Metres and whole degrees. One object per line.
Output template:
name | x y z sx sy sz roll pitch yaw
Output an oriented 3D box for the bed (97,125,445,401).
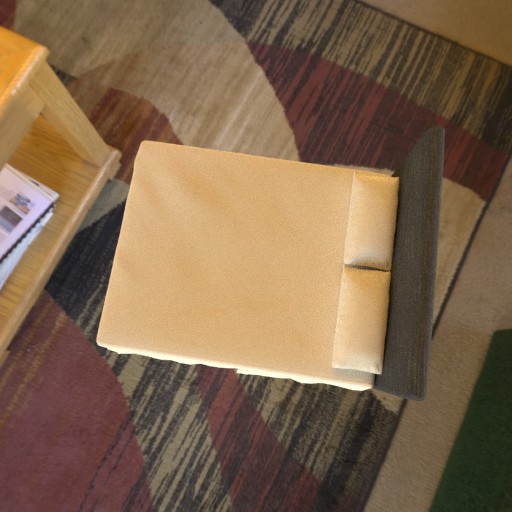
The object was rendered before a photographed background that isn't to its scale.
bed | 0.000 0.000 3.215 2.142 1.330 1.723 9 78 2
